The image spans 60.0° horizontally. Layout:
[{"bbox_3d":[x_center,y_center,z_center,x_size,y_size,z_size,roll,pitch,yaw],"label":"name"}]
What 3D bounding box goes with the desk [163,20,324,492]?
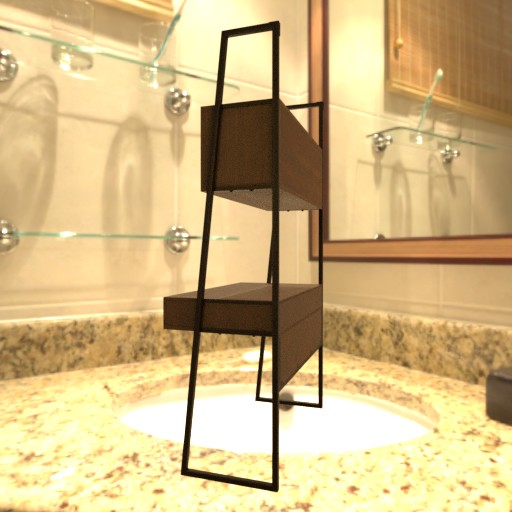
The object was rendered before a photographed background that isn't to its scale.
[{"bbox_3d":[0.000,0.000,2.240,0.515,1.809,0.982,0,1,19],"label":"desk"}]
